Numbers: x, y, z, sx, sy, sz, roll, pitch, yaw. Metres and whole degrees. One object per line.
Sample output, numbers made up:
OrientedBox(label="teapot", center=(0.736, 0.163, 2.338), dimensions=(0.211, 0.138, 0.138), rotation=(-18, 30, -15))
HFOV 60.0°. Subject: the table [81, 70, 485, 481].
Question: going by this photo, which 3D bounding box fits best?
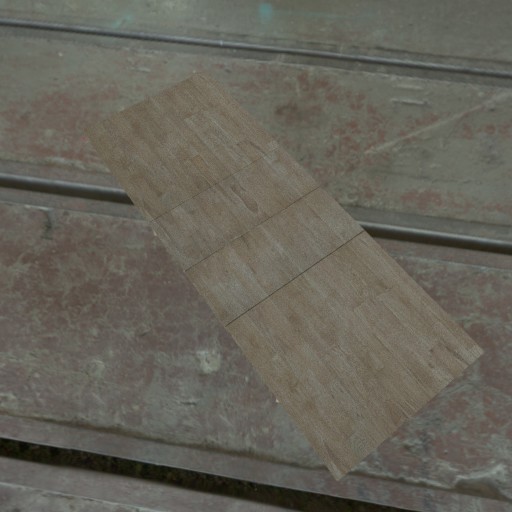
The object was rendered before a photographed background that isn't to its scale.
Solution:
OrientedBox(label="table", center=(0.000, 0.000, 2.956), dimensions=(1.000, 0.752, 2.603), rotation=(-33, 67, -16))
